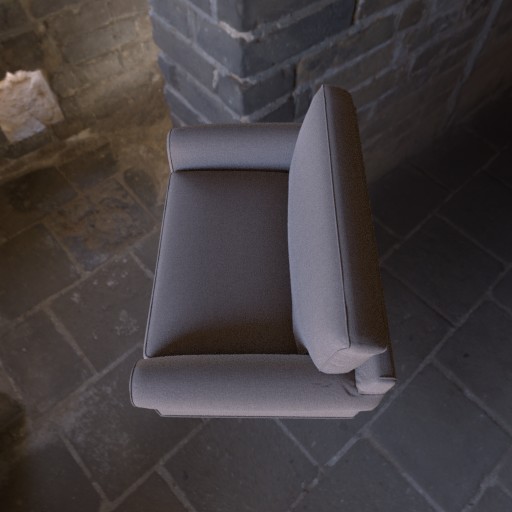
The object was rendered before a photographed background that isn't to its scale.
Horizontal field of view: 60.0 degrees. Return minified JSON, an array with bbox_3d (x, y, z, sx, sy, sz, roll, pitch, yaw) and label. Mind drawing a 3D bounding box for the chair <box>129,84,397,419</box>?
[{"bbox_3d":[0.000,0.000,2.002,0.930,0.930,1.390,1,59,0],"label":"chair"}]
